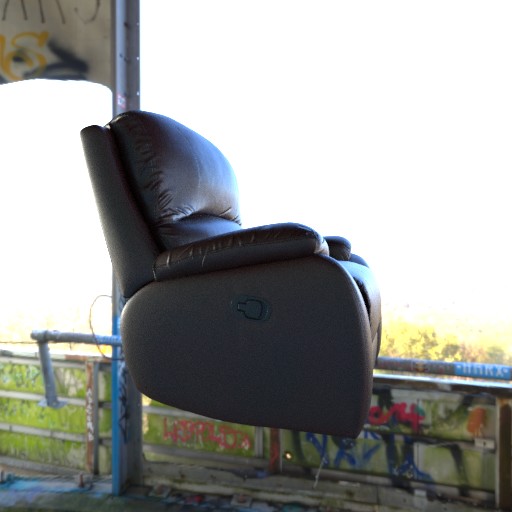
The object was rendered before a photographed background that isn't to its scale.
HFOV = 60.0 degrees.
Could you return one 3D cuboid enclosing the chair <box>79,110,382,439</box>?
[{"bbox_3d":[0.000,0.000,1.656,0.899,1.011,0.930,0,1,18],"label":"chair"}]
